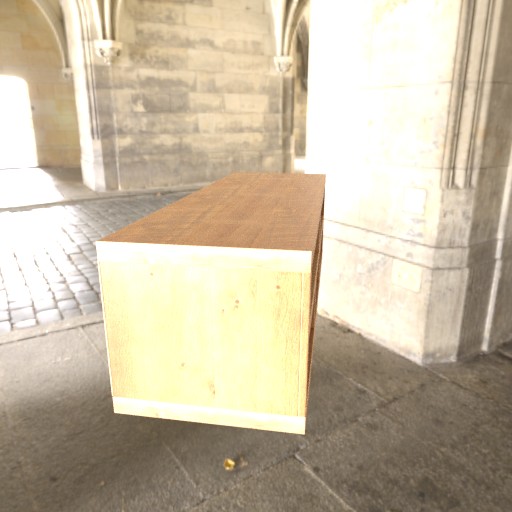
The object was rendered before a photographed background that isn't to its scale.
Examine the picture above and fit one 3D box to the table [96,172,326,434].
[{"bbox_3d":[0.000,0.000,1.761,0.499,0.491,1.499,3,17,9],"label":"table"}]
